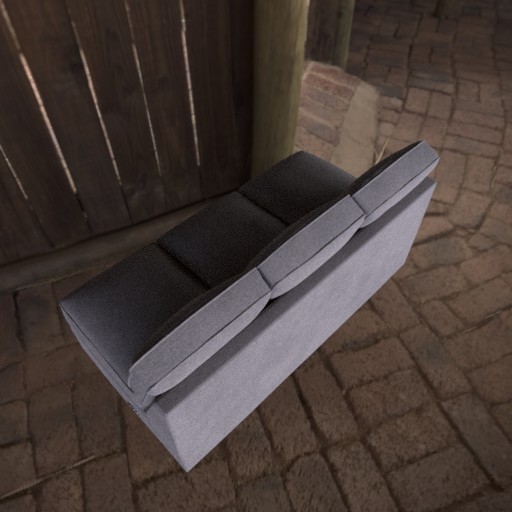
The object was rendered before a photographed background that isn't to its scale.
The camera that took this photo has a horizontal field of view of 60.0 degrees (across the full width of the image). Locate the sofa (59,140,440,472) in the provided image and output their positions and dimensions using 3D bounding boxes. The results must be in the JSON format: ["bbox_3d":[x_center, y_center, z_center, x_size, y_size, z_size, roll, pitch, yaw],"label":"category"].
[{"bbox_3d":[0.000,0.000,2.520,1.962,0.973,1.027,-37,58,-28],"label":"sofa"}]
